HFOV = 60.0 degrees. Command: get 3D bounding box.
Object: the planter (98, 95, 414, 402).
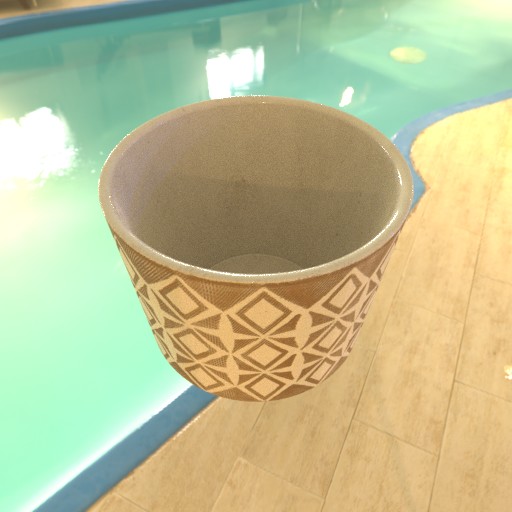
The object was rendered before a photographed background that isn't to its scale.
[{"bbox_3d":[0.000,0.000,0.454,0.260,0.220,0.260,0,46,0],"label":"planter"}]
